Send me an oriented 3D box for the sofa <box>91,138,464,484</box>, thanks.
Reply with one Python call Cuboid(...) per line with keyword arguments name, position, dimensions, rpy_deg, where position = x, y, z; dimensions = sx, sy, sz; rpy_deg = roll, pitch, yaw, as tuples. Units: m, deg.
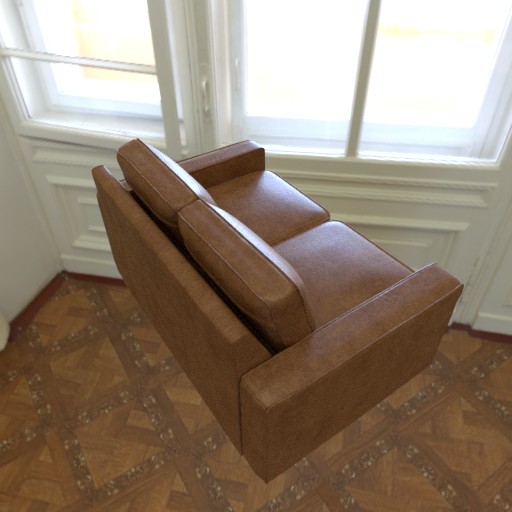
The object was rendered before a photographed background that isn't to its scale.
Cuboid(name="sofa", position=(0.000, 0.000, 2.101), dimensions=(1.020, 0.896, 1.532), rpy_deg=(-25, 47, -25))
